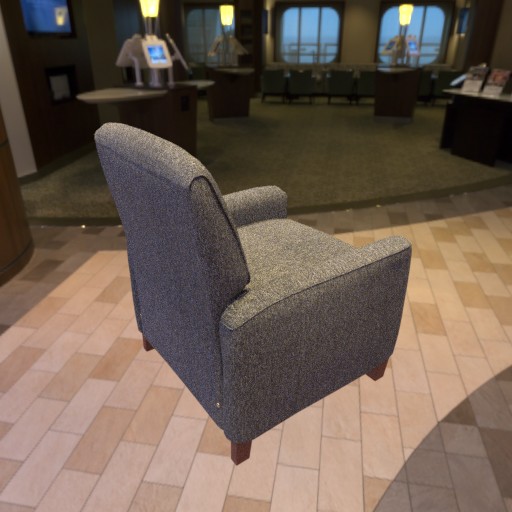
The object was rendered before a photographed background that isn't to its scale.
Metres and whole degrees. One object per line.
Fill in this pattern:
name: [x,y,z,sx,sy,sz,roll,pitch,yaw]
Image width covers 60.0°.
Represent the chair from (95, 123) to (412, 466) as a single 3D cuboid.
chair: [0.000,0.000,1.655,0.864,1.014,0.848,-18,32,-32]
